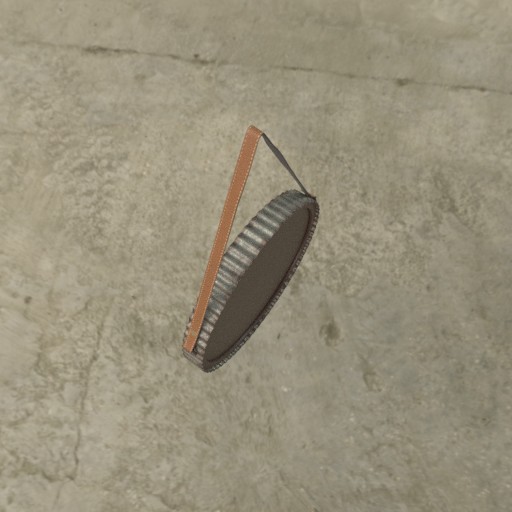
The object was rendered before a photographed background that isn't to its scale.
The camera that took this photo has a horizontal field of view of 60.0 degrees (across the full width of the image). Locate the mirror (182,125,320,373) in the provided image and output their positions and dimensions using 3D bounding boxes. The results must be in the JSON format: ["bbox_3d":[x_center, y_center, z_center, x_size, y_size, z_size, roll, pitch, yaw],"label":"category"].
[{"bbox_3d":[0.000,0.000,0.700,0.042,0.568,0.355,33,68,15],"label":"mirror"}]
